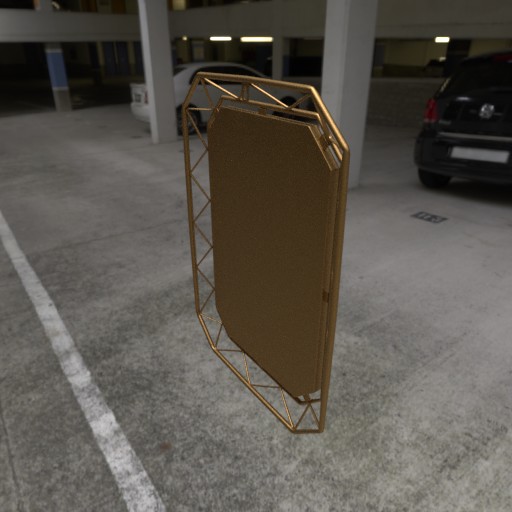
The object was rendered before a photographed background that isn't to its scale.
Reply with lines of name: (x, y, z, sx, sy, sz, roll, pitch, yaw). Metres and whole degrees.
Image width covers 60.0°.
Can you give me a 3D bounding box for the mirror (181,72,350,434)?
mirror: (0.000, 0.000, 0.747, 0.042, 0.566, 0.417, -17, 31, -31)
